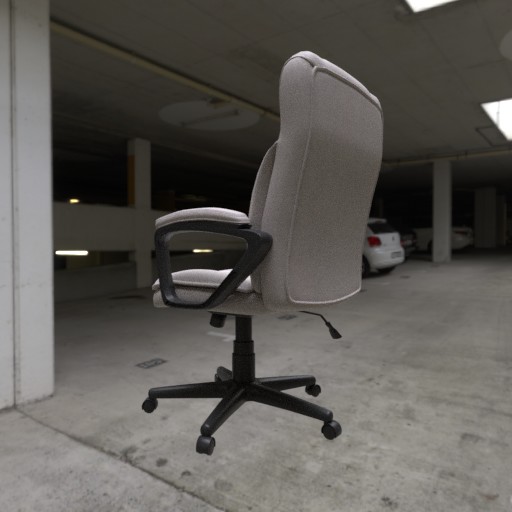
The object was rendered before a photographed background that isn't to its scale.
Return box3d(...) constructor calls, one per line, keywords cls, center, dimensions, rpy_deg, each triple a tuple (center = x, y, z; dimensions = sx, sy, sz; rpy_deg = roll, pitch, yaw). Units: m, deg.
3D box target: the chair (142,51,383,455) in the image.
box3d(cls="chair", center=(0.000, 0.000, 1.512), dimensions=(0.724, 1.105, 0.667), rpy_deg=(1, 1, 37))
